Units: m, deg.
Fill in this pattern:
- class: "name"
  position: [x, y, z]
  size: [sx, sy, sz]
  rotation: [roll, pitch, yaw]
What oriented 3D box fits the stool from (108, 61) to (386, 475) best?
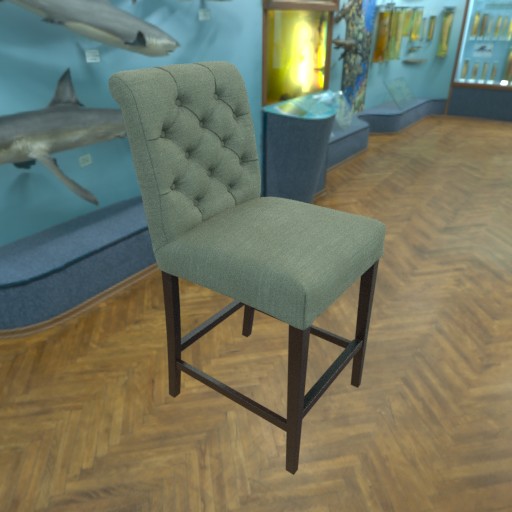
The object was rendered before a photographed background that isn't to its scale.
- class: "stool"
  position: [0.000, 0.000, 1.395]
  size: [0.660, 1.084, 0.486]
  rotation: [19, 34, 32]
